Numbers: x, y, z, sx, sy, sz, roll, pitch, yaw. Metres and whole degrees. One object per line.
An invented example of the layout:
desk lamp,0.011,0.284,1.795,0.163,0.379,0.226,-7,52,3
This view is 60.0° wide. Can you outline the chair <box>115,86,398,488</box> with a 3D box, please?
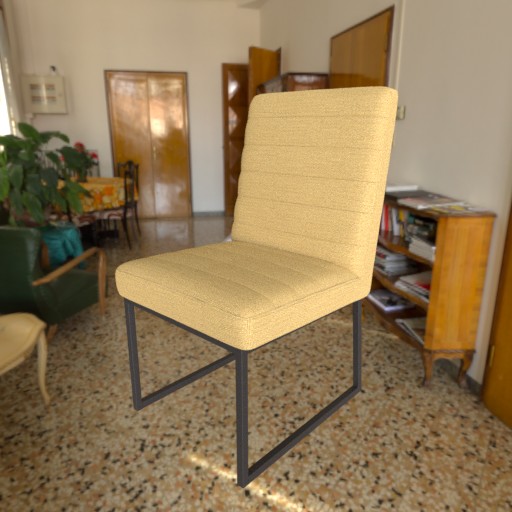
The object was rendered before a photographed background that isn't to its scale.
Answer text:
chair,0.000,0.000,1.281,0.520,0.930,0.634,14,21,40
